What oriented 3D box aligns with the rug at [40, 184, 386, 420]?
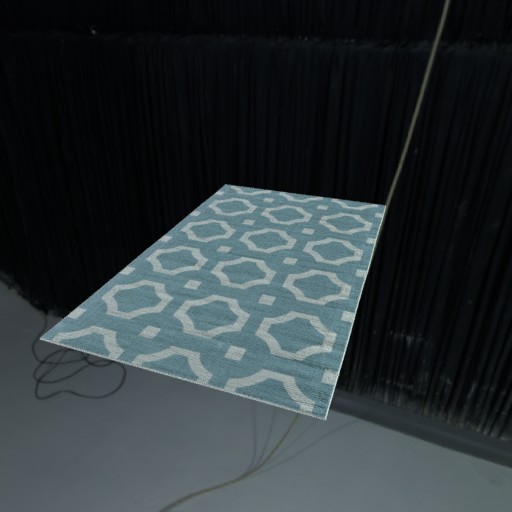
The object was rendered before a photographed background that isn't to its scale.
[{"bbox_3d":[0.000,0.000,3.099,1.528,0.015,2.443,10,31,17],"label":"rug"}]
